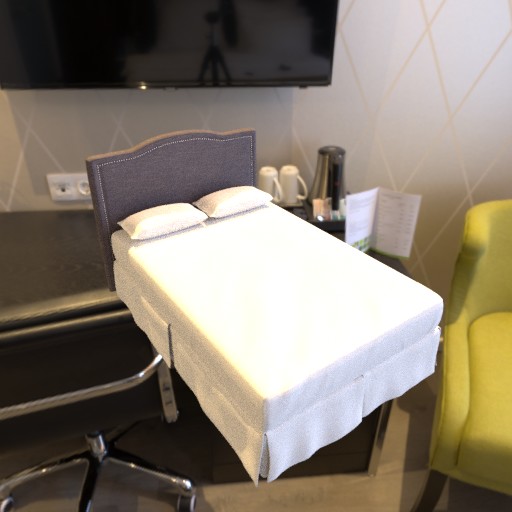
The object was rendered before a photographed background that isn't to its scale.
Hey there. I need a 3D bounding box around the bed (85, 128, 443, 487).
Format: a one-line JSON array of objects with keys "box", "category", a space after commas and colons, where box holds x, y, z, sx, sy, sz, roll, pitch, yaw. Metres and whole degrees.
[{"box": [0.000, 0.000, 3.508, 1.741, 1.441, 2.507, -20, 36, -30], "category": "bed"}]
